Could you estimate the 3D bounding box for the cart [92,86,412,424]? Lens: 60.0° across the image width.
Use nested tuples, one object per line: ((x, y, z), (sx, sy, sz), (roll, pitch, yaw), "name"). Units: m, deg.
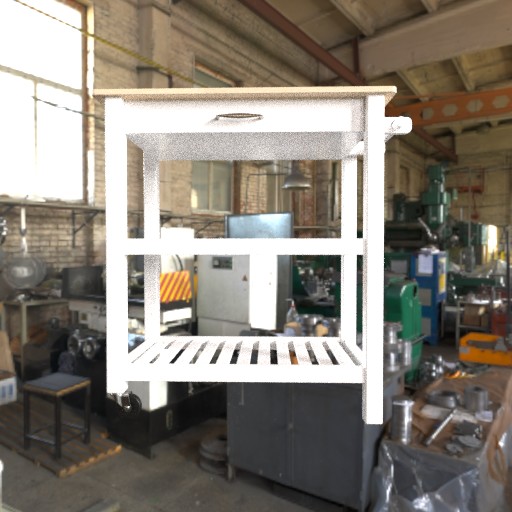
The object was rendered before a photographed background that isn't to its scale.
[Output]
((0.000, 0.000, 1.444), (0.899, 0.927, 0.457), (0, 1, 2), "cart")
